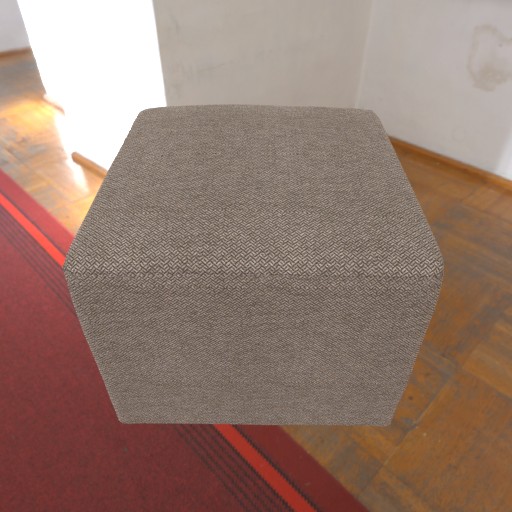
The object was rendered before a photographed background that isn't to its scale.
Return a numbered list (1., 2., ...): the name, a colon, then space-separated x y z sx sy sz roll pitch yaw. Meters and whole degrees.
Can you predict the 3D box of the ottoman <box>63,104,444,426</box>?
1. ottoman: 0.000 0.000 0.879 0.512 0.453 0.519 0 41 0
